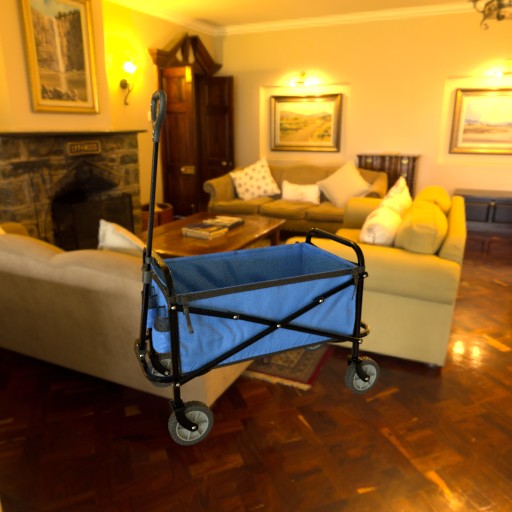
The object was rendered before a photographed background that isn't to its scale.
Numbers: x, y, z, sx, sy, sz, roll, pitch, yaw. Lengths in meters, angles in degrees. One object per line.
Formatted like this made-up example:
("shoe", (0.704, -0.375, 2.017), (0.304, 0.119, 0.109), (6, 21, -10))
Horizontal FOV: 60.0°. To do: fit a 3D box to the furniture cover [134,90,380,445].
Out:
("furniture cover", (0.000, 0.000, 1.872), (1.038, 1.295, 0.532), (-7, 18, -24))
